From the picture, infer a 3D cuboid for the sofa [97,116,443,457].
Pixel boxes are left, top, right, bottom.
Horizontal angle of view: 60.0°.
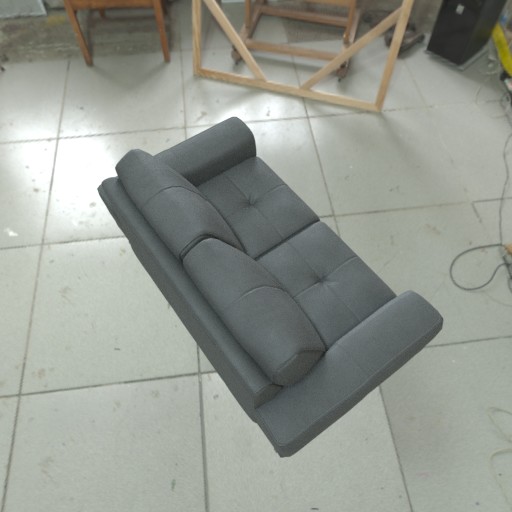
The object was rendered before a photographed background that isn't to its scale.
[{"bbox_3d":[0.000,0.000,2.418,1.018,0.907,1.806,-32,64,-18],"label":"sofa"}]
